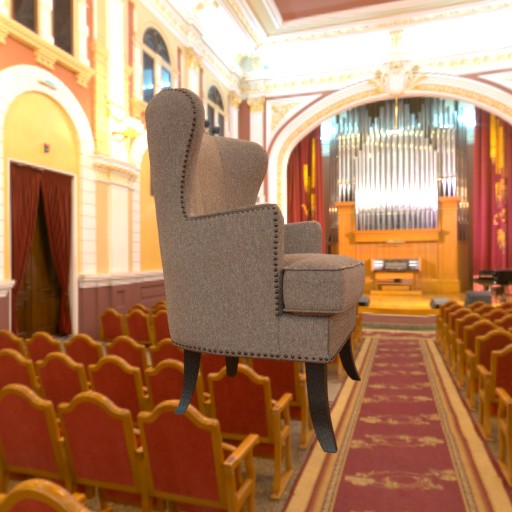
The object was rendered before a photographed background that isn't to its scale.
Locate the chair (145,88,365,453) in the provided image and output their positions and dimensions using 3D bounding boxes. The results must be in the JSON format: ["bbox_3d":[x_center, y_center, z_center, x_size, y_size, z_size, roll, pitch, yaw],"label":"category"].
[{"bbox_3d":[0.000,0.000,1.656,0.758,1.060,0.759,0,0,18],"label":"chair"}]
